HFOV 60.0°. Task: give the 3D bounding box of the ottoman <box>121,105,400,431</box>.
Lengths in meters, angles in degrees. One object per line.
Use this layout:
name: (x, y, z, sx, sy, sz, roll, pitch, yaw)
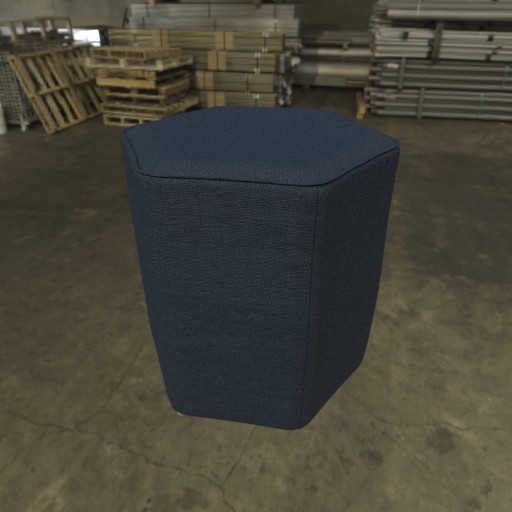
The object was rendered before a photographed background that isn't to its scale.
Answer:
ottoman: (0.000, 0.000, 0.887, 0.492, 0.505, 0.454, 7, 31, 12)
